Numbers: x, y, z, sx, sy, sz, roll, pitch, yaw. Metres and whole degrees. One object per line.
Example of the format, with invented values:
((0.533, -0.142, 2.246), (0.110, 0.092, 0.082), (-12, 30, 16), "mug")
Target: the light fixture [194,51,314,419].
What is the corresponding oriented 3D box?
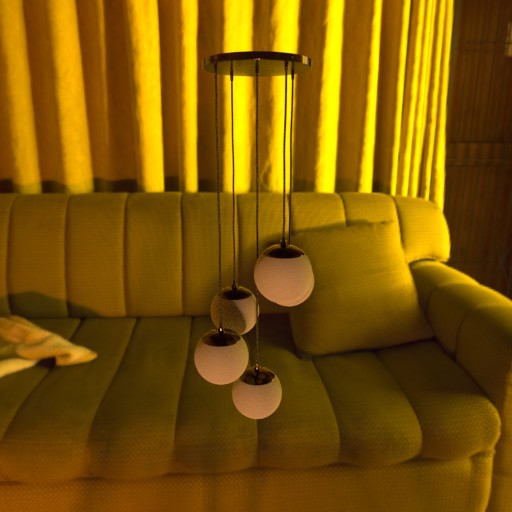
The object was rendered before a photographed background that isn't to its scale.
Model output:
((0.000, 0.000, 1.562), (0.484, 1.271, 0.489), (-7, 16, -24), "light fixture")
